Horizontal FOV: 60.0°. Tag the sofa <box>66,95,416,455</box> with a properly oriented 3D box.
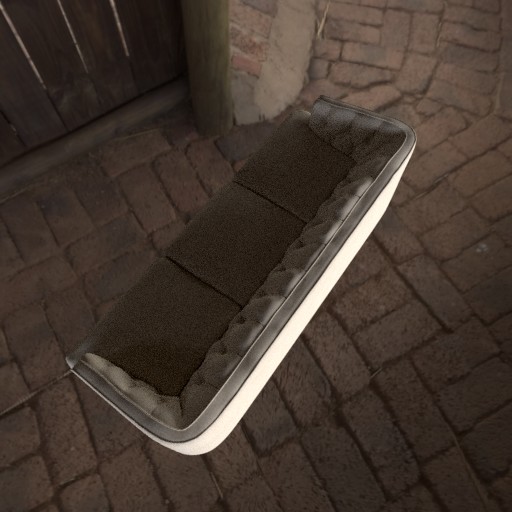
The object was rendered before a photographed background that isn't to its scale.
[{"bbox_3d":[0.000,0.000,2.653,0.913,0.788,2.235,33,67,16],"label":"sofa"}]
